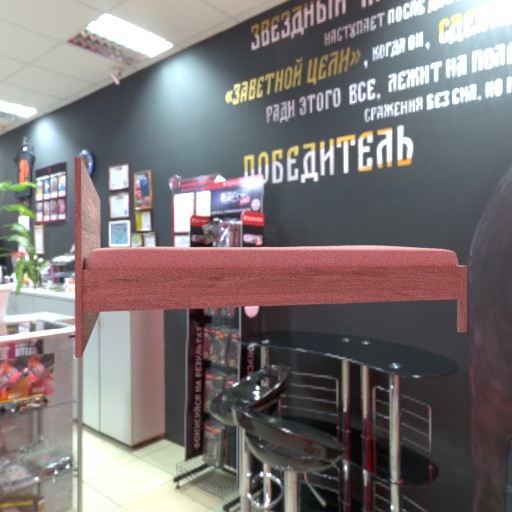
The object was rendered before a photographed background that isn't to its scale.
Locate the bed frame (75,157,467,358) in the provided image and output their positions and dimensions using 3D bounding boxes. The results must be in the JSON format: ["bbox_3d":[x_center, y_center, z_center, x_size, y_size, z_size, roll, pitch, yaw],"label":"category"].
[{"bbox_3d":[0.000,0.000,2.759,1.950,0.800,1.490,0,0,-17],"label":"bed frame"}]
